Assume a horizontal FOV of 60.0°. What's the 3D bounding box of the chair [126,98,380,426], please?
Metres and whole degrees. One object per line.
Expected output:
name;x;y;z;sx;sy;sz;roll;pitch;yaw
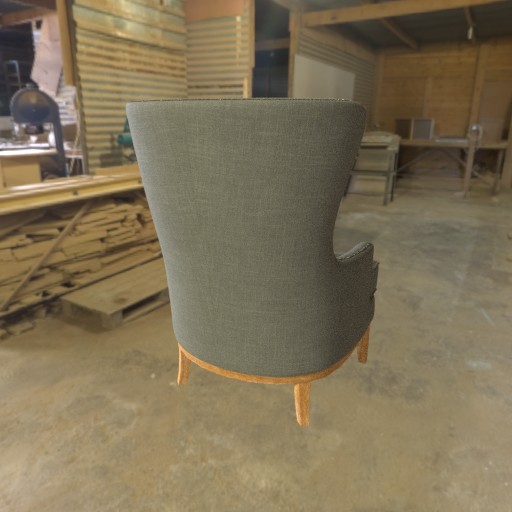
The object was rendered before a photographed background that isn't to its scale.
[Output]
chair;0.000;0.000;1.790;0.864;1.176;0.883;9;20;27
